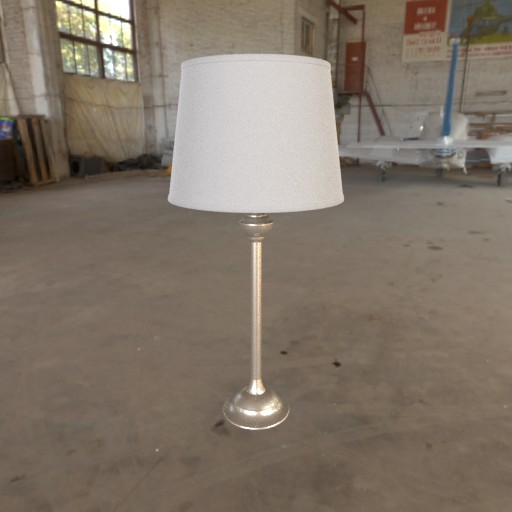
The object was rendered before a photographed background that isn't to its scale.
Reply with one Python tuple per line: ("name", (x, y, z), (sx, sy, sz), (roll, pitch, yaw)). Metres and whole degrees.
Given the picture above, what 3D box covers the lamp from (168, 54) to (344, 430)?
("lamp", (0.000, 0.000, 0.879), (0.331, 0.698, 0.331), (0, 16, 0))
